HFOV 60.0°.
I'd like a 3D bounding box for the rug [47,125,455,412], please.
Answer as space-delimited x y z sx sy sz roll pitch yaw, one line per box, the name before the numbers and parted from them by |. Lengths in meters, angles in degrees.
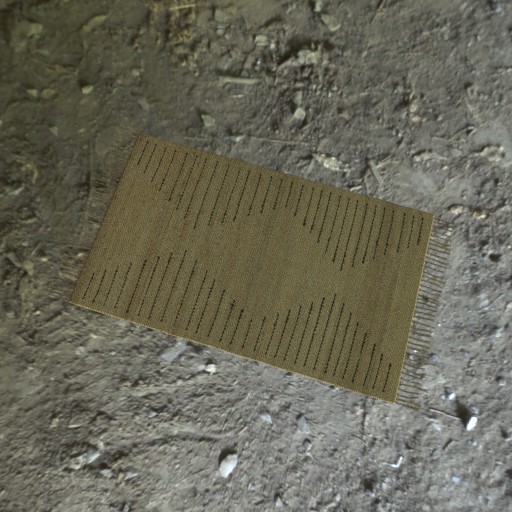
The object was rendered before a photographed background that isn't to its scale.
rug | 0.000 0.000 2.036 1.718 0.017 0.905 16 75 4
